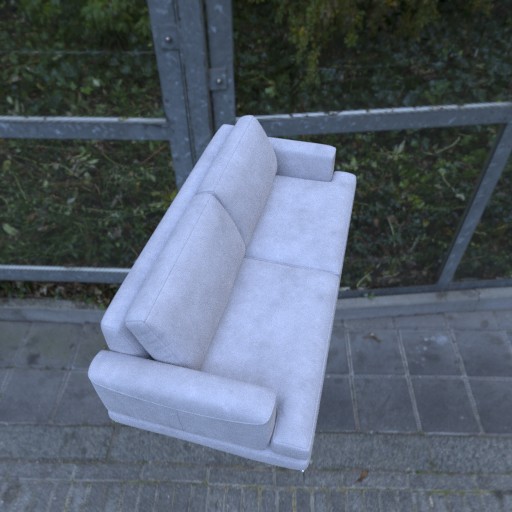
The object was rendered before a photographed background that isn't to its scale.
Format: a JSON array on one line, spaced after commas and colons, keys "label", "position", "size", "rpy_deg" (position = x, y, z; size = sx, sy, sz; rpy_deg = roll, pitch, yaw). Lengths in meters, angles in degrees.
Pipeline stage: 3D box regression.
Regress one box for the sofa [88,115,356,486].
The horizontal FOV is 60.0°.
[{"label": "sofa", "position": [0.000, 0.000, 2.512], "size": [0.980, 0.830, 2.013], "rpy_deg": [10, 46, 10]}]
